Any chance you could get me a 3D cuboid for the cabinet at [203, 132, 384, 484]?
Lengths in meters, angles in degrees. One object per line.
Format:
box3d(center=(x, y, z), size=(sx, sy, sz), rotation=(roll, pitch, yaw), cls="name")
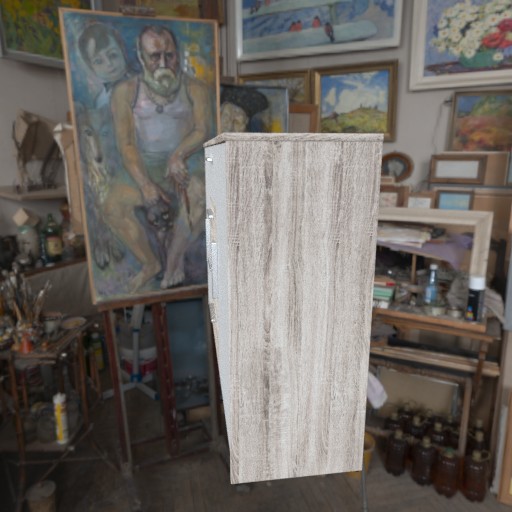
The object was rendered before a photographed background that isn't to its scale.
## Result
box3d(center=(0.000, 0.000, 1.788), size=(0.380, 0.900, 1.450), rotation=(-2, 13, -8), cls="cabinet")
